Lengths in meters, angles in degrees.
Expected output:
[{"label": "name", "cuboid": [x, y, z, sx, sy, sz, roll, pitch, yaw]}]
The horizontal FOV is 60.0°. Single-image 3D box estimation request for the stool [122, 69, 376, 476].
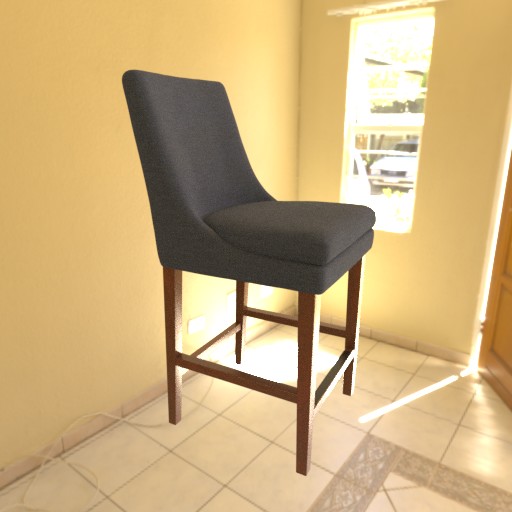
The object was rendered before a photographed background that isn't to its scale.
[{"label": "stool", "cuboid": [0.000, 0.000, 1.271, 0.577, 0.981, 0.470, 9, 19, 27]}]
